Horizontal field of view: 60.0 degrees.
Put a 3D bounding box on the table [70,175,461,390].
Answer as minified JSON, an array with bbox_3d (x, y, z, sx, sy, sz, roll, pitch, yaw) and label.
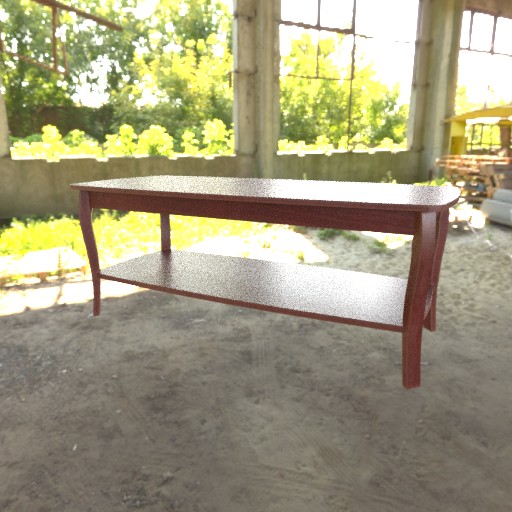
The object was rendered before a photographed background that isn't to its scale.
[{"bbox_3d":[0.000,0.000,1.503,1.216,0.473,0.561,7,16,26],"label":"table"}]
